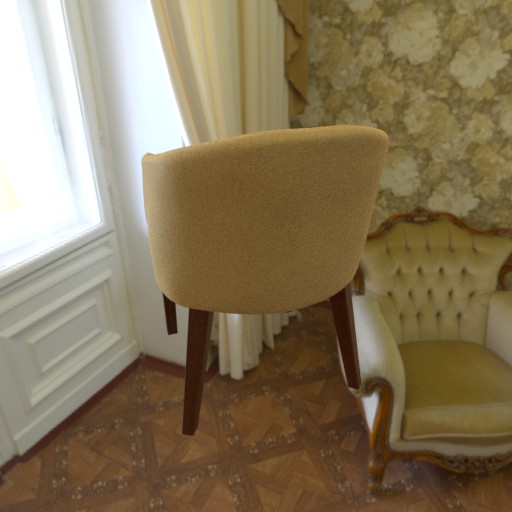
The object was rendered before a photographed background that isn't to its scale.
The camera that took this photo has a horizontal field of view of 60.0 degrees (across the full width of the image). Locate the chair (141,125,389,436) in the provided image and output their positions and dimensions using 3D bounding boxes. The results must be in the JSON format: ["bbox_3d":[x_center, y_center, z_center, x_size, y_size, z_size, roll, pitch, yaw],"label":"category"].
[{"bbox_3d":[0.000,0.000,1.259,0.583,0.811,0.655,-9,28,-17],"label":"chair"}]
